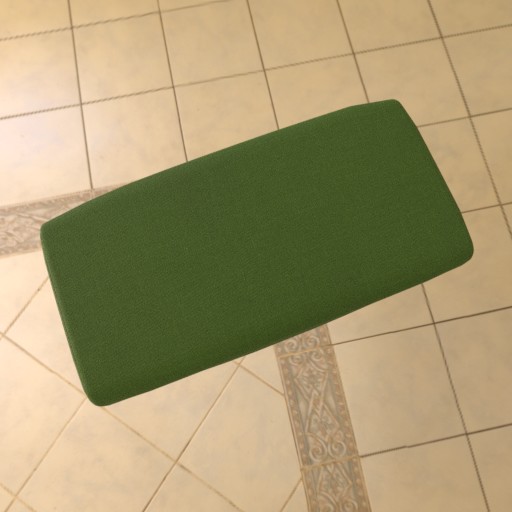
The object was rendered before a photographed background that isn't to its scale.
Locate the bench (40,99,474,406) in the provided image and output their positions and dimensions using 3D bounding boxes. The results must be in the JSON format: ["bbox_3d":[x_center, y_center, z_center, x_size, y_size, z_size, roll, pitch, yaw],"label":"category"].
[{"bbox_3d":[0.000,0.000,1.288,0.989,0.501,0.505,-21,78,-5],"label":"bench"}]
